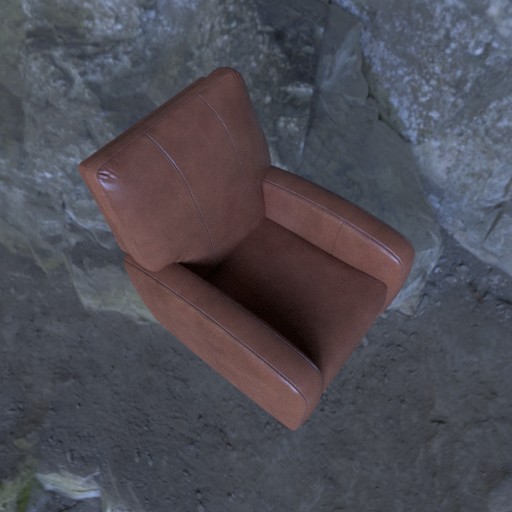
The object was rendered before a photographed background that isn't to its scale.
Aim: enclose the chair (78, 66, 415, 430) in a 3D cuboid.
[{"bbox_3d":[0.000,0.000,1.693,0.990,0.990,0.762,34,64,20],"label":"chair"}]
